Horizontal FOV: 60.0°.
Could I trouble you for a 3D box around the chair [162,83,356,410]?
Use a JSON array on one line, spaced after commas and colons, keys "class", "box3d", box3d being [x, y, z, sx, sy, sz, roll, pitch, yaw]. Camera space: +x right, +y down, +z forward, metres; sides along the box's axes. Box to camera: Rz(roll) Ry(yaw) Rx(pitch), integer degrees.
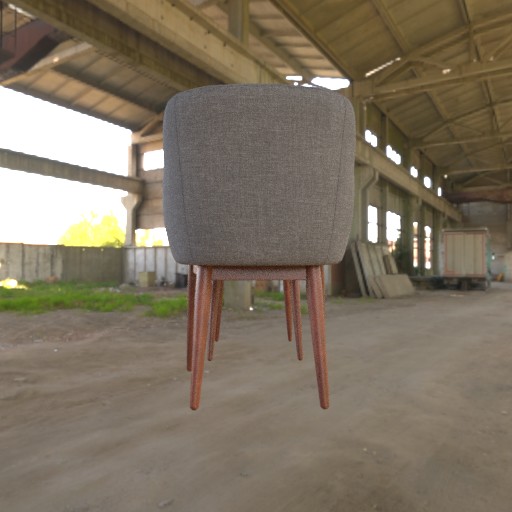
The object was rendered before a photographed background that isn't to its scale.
[{"class": "chair", "box3d": [0.000, 0.000, 1.569, 0.584, 0.799, 1.107, 0, -1, -1]}]
